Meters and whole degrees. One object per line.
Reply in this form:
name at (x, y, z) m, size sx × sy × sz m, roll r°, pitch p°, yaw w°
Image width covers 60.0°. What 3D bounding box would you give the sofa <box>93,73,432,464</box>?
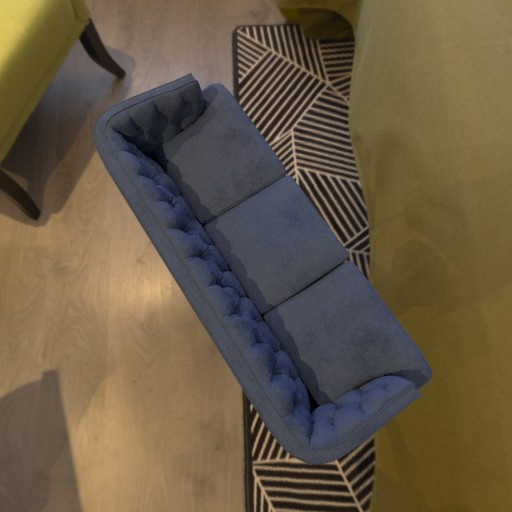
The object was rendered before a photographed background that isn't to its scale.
sofa at (0.000, 0.000, 2.670) m, size 0.941 × 0.855 × 2.278 m, roll -32°, pitch 78°, yaw -8°
